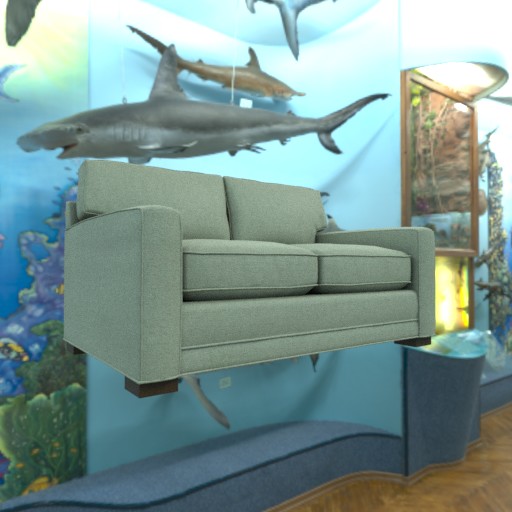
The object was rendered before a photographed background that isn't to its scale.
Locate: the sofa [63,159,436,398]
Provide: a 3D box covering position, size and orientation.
[{"bbox_3d":[0.000,0.000,2.068,1.484,0.853,0.940,1,-1,-36],"label":"sofa"}]
